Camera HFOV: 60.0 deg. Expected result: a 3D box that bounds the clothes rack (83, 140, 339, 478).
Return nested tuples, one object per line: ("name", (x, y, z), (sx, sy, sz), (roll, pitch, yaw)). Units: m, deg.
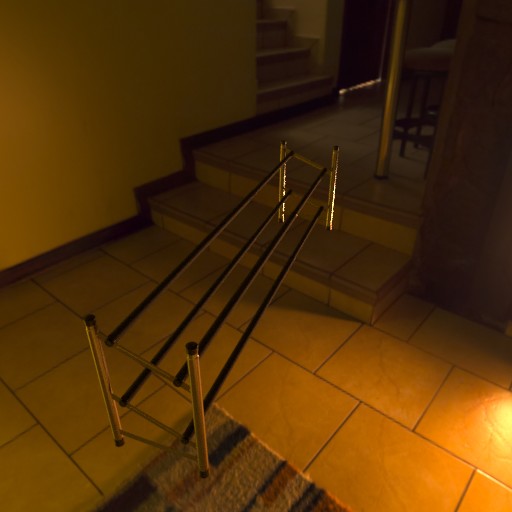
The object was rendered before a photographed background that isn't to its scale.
("clothes rack", (0.000, 0.000, 1.307), (0.229, 0.349, 1.168), (11, 33, 18))
